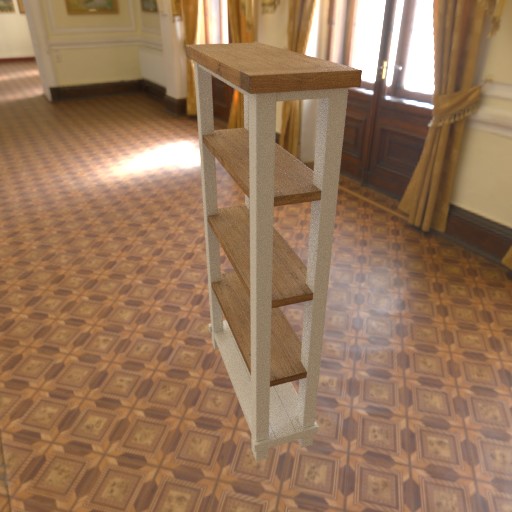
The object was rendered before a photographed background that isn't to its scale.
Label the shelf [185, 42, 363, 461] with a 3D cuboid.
[{"bbox_3d":[0.000,0.000,2.259,0.381,1.878,1.022,-10,32,-16],"label":"shelf"}]
